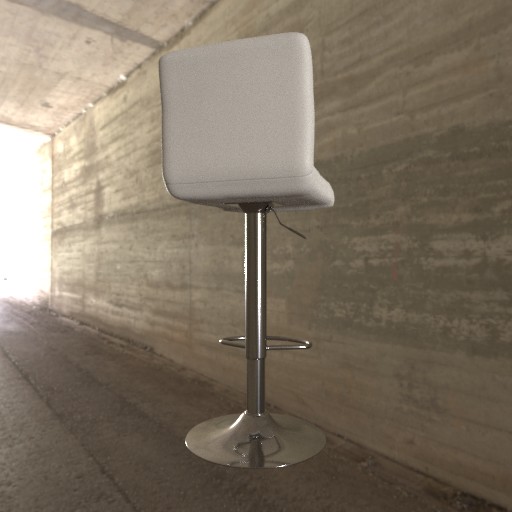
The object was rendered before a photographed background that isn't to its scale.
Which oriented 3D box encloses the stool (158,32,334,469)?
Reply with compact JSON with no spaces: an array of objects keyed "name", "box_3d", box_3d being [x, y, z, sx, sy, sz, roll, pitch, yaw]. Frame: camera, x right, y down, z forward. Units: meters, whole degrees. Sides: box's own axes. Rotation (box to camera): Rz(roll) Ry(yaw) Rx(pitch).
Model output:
[{"name":"stool","box_3d":[0.000,0.000,1.366,0.430,1.115,0.505,0,-1,17]}]
